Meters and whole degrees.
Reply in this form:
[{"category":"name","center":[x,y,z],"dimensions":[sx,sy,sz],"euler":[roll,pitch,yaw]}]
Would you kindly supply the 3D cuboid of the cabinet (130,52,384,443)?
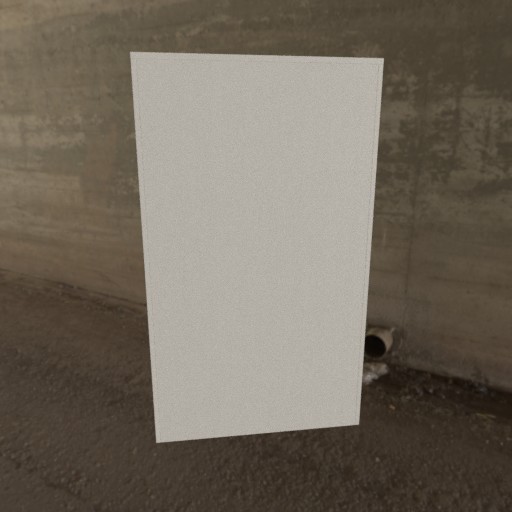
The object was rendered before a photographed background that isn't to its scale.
[{"category":"cabinet","center":[0.000,0.000,1.579],"dimensions":[0.750,1.280,0.250],"euler":[-2,15,-8]}]
